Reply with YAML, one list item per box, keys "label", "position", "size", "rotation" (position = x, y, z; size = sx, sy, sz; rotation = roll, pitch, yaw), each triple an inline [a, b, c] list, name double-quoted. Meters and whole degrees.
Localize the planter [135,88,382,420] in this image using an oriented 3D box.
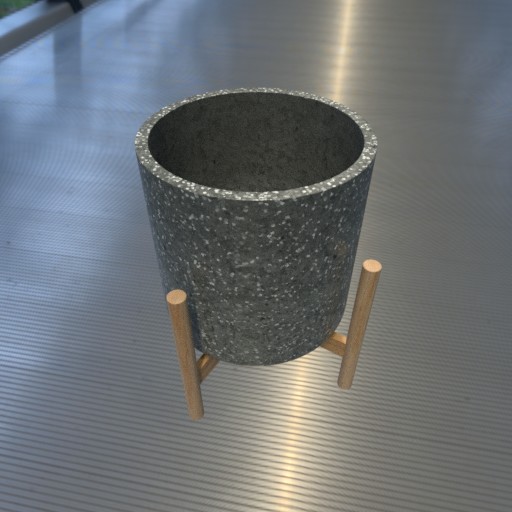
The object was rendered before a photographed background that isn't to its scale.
- label: "planter"
  position: [0.000, 0.000, 0.703]
  size: [0.360, 0.419, 0.360]
  rotation: [-25, 47, -25]
